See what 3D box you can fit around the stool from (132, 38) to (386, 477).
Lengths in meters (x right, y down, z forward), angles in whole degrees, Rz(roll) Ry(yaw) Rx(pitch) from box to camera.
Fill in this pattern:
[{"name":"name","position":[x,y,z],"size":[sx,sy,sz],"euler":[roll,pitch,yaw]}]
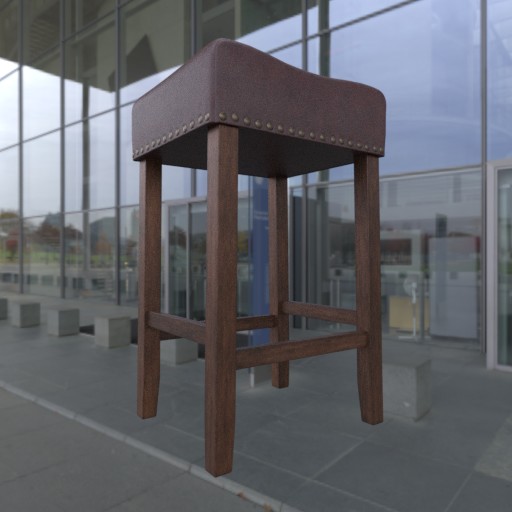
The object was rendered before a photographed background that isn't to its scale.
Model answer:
[{"name":"stool","position":[0.000,0.000,1.044],"size":[0.465,0.769,0.401],"euler":[0,0,-36]}]
